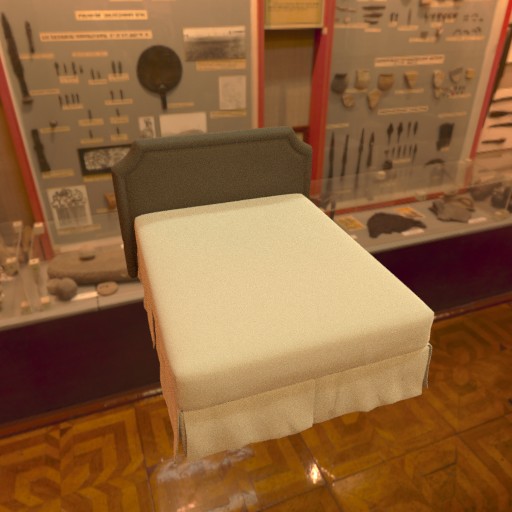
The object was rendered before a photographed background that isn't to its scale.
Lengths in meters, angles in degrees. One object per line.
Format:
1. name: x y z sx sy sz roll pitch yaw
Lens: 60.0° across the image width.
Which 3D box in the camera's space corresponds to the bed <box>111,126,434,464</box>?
1. bed: 0.000 0.000 3.277 1.831 1.297 2.181 -10 32 -16
